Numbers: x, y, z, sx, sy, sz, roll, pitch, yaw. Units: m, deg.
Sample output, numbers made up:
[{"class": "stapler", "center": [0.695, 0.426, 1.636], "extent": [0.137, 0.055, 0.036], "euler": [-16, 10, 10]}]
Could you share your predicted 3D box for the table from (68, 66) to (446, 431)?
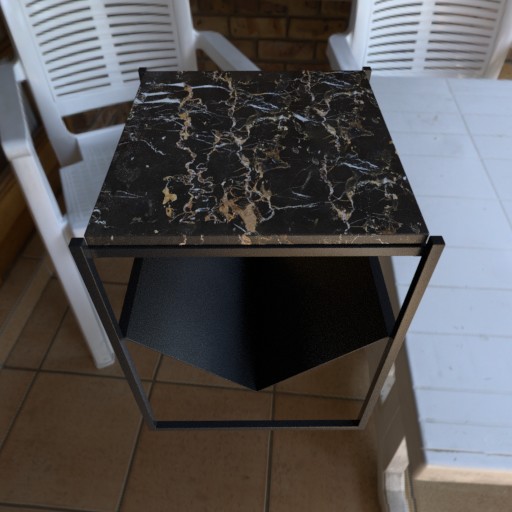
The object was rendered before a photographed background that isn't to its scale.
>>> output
[{"class": "table", "center": [0.000, 0.000, 0.859], "extent": [0.432, 0.534, 0.469], "euler": [0, 47, 0]}]
